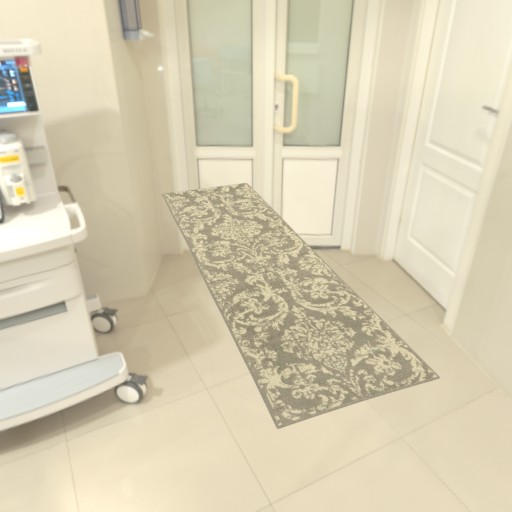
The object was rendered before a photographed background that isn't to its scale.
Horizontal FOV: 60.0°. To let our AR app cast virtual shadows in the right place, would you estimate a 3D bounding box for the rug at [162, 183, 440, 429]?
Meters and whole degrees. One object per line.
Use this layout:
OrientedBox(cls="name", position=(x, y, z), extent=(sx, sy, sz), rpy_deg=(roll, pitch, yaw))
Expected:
OrientedBox(cls="rug", position=(0.000, 0.000, 2.452), extent=(0.662, 0.011, 2.196), rpy_deg=(-10, 31, -17))
